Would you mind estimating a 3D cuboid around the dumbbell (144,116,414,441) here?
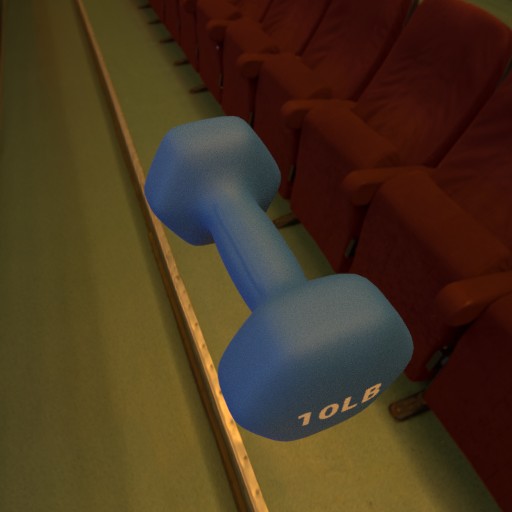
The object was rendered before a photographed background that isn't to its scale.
[{"bbox_3d":[0.000,0.000,0.277,0.103,0.093,0.212,-16,48,-15],"label":"dumbbell"}]
